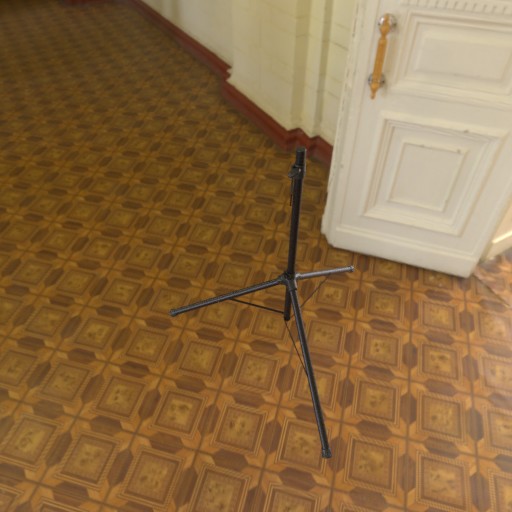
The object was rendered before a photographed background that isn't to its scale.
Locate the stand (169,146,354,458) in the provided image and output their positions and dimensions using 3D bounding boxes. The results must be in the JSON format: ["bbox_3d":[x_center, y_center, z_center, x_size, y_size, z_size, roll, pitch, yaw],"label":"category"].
[{"bbox_3d":[0.000,0.000,2.720,1.339,1.595,1.596,11,47,10],"label":"stand"}]
